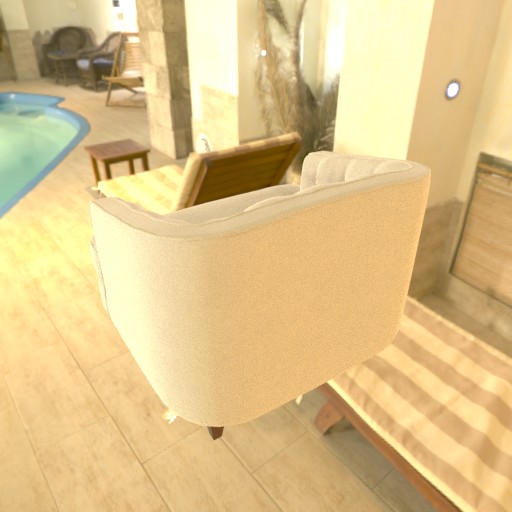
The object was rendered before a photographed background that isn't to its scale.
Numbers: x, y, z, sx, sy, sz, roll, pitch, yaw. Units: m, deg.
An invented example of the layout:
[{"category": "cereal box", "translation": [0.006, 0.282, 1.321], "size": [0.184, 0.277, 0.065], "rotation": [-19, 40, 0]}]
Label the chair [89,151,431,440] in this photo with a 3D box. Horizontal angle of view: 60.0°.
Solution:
[{"category": "chair", "translation": [0.000, 0.000, 1.771], "size": [1.104, 0.852, 0.941], "rotation": [-18, 35, -28]}]
